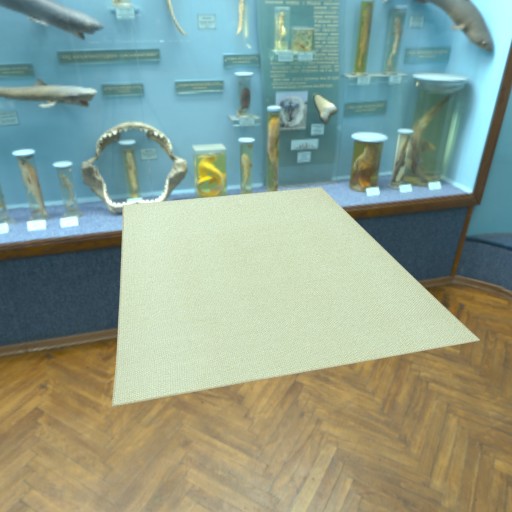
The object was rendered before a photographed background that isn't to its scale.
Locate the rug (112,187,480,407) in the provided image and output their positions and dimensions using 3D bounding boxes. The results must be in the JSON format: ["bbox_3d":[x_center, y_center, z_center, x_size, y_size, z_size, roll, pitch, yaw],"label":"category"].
[{"bbox_3d":[0.000,0.000,4.104,2.462,0.018,3.039,-7,30,-12],"label":"rug"}]
